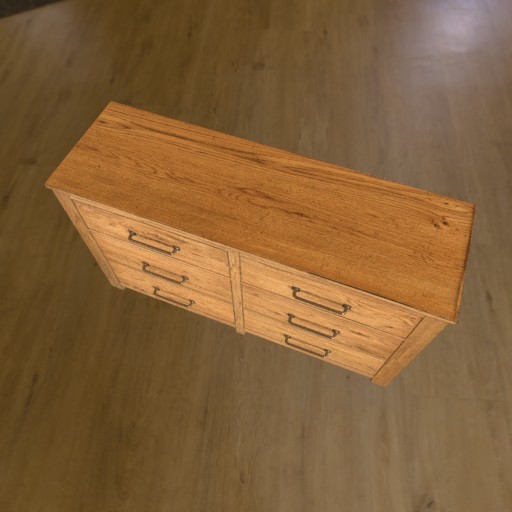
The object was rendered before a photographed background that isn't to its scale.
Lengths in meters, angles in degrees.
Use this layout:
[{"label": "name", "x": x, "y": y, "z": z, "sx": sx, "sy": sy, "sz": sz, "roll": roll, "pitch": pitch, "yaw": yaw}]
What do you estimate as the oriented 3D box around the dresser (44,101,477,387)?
[{"label": "dresser", "x": 0.000, "y": 0.000, "z": 2.166, "sx": 1.657, "sy": 0.932, "sz": 0.563, "roll": 19, "pitch": 61, "yaw": 11}]
